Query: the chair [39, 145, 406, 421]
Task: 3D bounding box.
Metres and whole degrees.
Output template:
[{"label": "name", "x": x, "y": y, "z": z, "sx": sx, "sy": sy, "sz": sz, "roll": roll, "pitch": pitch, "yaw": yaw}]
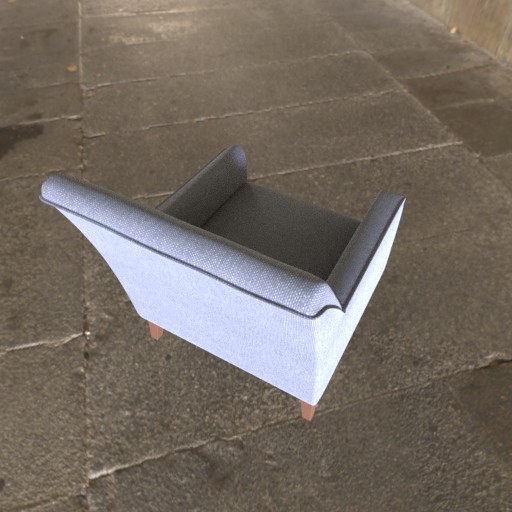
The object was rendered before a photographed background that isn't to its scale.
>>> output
[{"label": "chair", "x": 0.000, "y": 0.000, "z": 1.554, "sx": 0.780, "sy": 0.919, "sz": 0.899, "roll": 22, "pitch": 50, "yaw": 20}]
